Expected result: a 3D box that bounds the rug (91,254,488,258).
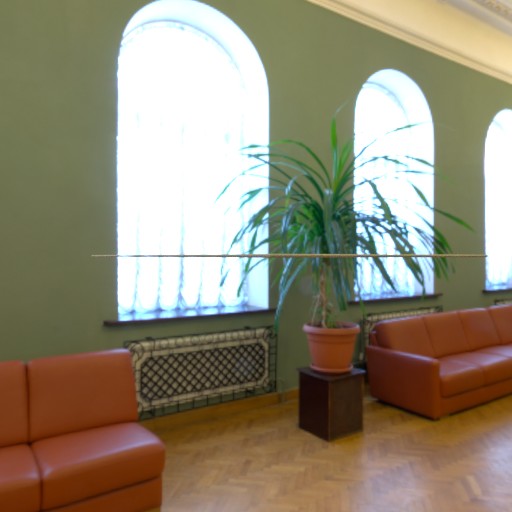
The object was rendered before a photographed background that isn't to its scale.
[{"bbox_3d":[0.000,0.000,2.944,1.528,0.014,2.294,0,0,-36],"label":"rug"}]
